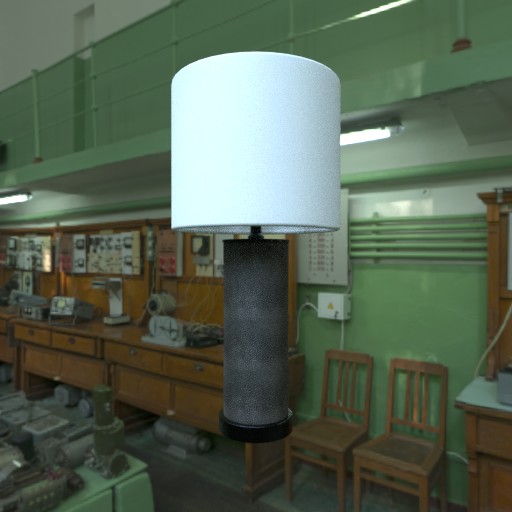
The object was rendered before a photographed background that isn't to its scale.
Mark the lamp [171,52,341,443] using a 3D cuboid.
[{"bbox_3d":[0.000,0.000,0.816,0.305,0.634,0.305,0,0,36],"label":"lamp"}]
